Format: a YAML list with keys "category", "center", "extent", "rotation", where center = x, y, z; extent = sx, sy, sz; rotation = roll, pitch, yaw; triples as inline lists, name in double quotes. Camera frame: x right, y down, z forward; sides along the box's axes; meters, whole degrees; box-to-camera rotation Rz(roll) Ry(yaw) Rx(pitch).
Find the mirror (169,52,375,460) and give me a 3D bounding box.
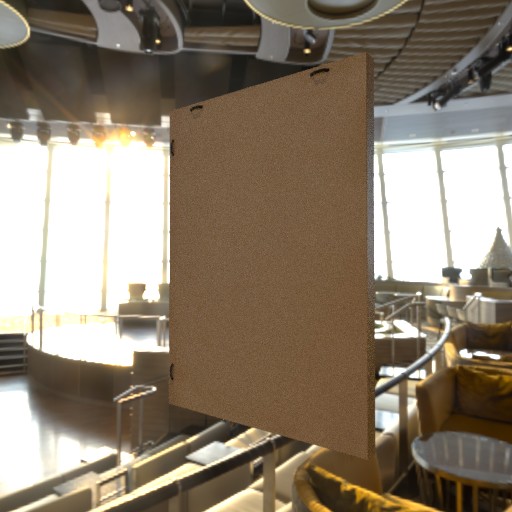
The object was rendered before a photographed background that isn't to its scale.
- category: "mirror"
  center: [0.000, 0.000, 0.935]
  extent: [0.507, 0.710, 0.039]
  rotation: [-1, -1, 37]
